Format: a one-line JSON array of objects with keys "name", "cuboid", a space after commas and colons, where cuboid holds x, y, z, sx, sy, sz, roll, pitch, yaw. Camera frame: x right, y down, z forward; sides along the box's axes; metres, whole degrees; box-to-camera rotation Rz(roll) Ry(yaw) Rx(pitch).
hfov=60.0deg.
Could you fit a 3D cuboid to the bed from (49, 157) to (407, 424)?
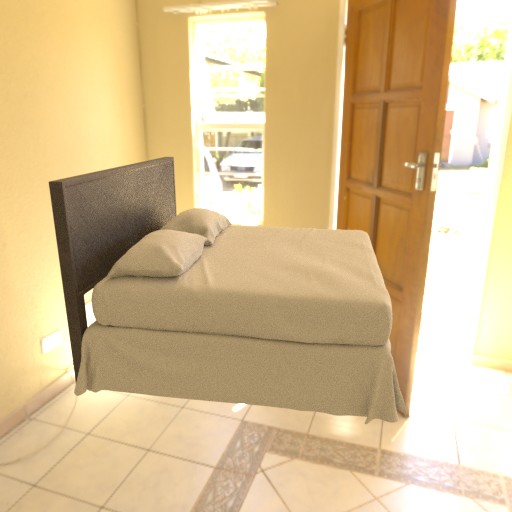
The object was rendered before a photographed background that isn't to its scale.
[{"name": "bed", "cuboid": [0.000, 0.000, 2.927, 1.785, 1.142, 1.772, 3, 17, 9]}]
